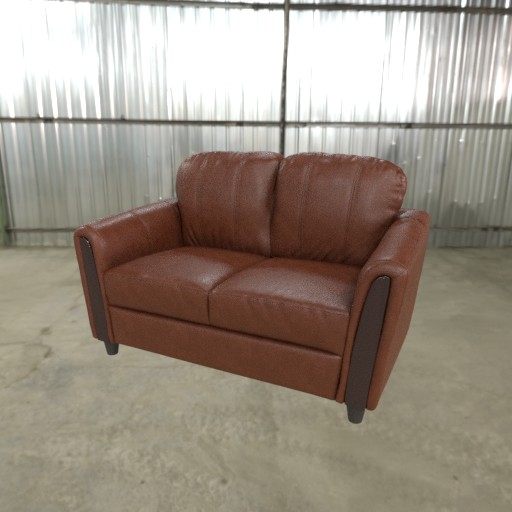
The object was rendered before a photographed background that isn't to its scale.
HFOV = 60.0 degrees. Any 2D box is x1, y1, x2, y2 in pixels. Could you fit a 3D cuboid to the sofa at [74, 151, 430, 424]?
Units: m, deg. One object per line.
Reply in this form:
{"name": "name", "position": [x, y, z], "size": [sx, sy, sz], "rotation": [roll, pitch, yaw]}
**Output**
{"name": "sofa", "position": [0.000, 0.000, 1.986], "size": [1.406, 0.906, 0.805], "rotation": [7, 16, 26]}
